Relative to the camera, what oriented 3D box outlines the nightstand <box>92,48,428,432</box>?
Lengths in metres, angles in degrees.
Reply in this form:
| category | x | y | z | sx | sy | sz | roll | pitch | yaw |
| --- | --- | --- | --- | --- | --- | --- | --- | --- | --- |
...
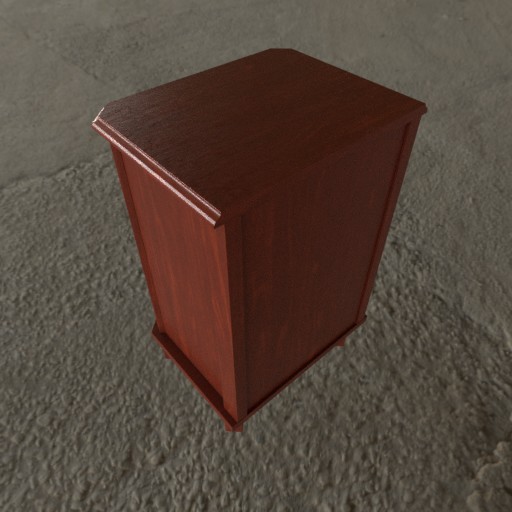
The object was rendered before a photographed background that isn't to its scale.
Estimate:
| category | x | y | z | sx | sy | sz | roll | pitch | yaw |
| --- | --- | --- | --- | --- | --- | --- | --- | --- | --- |
| nightstand | 0.000 | 0.000 | 0.943 | 0.435 | 0.681 | 0.351 | -32 | 53 | -28 |
